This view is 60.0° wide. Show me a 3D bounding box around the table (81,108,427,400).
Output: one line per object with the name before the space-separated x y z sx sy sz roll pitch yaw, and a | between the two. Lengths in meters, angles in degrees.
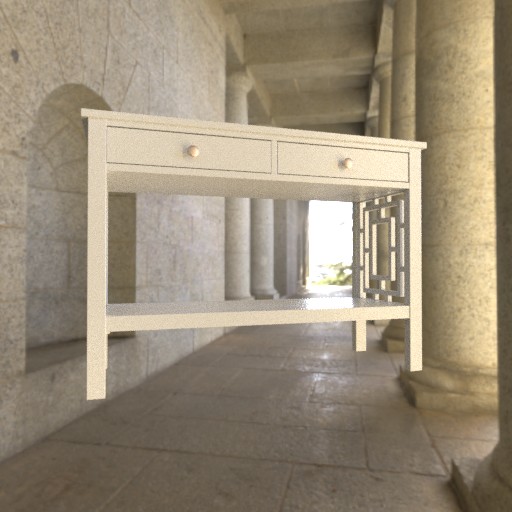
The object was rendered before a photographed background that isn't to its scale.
table | 0.000 0.000 1.477 1.068 0.753 0.397 0 -1 -18
